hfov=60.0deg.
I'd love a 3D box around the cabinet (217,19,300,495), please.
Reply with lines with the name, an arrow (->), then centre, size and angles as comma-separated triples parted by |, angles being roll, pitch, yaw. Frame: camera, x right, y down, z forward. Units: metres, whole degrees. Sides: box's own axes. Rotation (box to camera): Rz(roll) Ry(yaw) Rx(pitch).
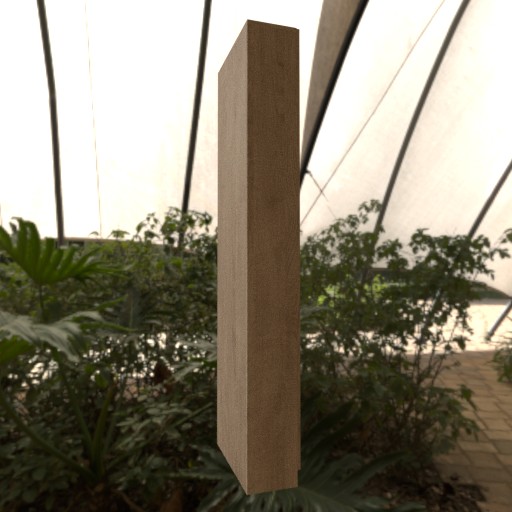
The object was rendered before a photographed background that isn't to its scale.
cabinet -> 0.000, 0.000, 1.940 | 0.230, 1.790, 0.500 | 0, -1, -18
